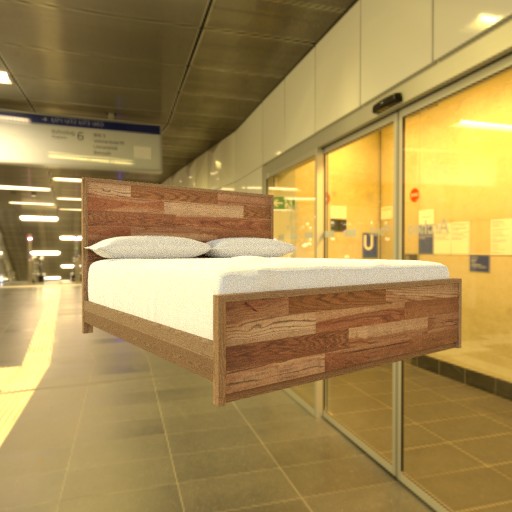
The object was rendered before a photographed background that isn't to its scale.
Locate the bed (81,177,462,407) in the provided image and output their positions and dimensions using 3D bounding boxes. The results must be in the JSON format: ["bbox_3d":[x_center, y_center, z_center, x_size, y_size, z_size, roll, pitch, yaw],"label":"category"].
[{"bbox_3d":[0.000,0.000,3.419,2.013,1.295,2.184,-1,1,-36],"label":"bed"}]
